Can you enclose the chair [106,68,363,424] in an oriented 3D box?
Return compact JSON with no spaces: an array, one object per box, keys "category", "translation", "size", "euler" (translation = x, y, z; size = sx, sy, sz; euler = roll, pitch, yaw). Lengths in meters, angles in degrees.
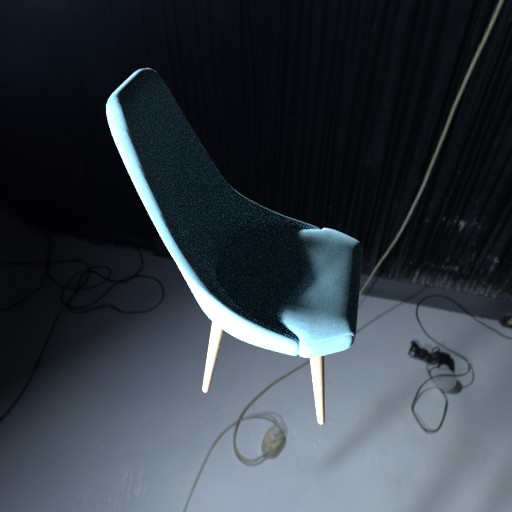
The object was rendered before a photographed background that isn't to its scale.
[{"category":"chair","translation":[0.000,0.000,1.378],"size":[0.660,1.040,0.510],"euler":[9,45,9]}]
